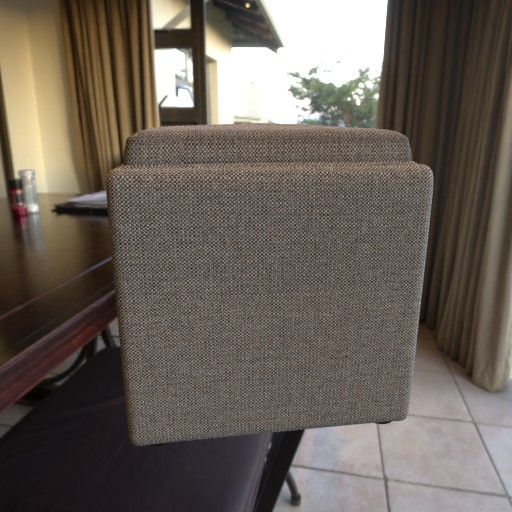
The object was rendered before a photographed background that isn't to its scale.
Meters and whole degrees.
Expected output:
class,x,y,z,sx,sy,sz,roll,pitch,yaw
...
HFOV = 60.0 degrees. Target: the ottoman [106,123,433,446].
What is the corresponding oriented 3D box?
class,x,y,z,sx,sy,sz,roll,pitch,yaw
ottoman,0.000,0.000,0.844,0.454,0.487,0.436,-2,16,-8
